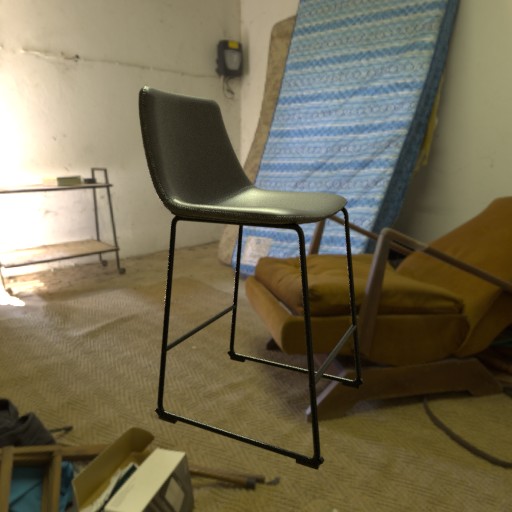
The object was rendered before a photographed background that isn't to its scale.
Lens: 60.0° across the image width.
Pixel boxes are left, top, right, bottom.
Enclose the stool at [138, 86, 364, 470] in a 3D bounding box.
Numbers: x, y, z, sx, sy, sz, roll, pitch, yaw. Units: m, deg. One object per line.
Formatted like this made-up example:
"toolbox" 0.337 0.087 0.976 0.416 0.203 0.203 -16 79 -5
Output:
"stool" 0.000 0.000 1.220 0.546 0.876 0.470 6 15 25
